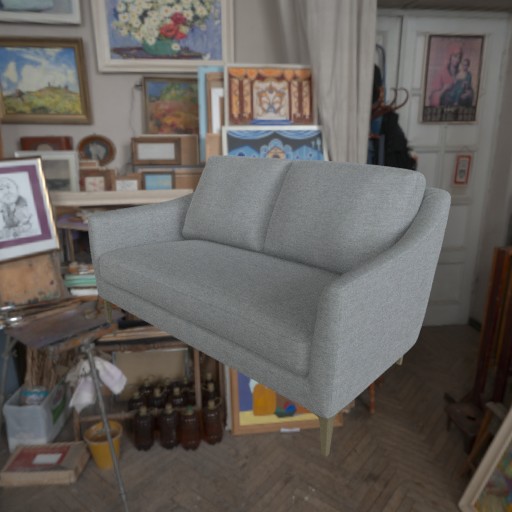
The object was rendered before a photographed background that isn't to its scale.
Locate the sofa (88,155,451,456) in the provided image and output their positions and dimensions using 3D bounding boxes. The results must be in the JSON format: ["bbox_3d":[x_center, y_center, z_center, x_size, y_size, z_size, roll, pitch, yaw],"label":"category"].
[{"bbox_3d":[0.000,0.000,2.139,0.960,0.904,1.619,-15,21,-43],"label":"sofa"}]
